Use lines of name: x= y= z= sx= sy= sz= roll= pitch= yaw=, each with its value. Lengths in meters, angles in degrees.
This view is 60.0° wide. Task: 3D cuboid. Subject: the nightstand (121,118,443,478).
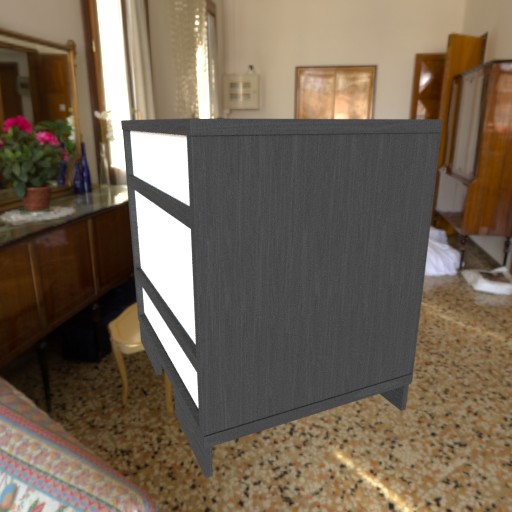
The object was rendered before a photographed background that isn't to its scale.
nightstand: x=0.000 y=0.000 z=0.763 sx=0.347 sy=0.448 sz=0.427 roll=-8 pitch=18 yaw=-24
